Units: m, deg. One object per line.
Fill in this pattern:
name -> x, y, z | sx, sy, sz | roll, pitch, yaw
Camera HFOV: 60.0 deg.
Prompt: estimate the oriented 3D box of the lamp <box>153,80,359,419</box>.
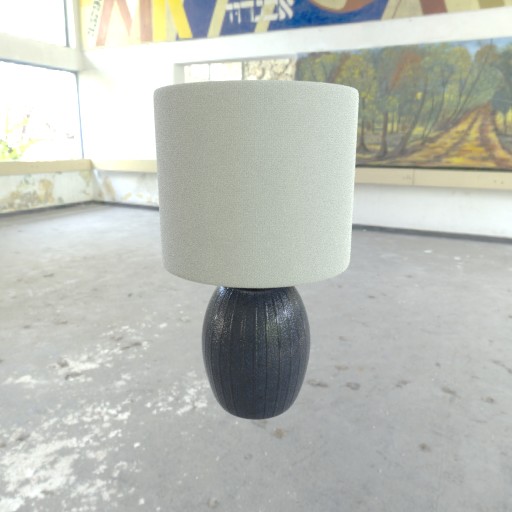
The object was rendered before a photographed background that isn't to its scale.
lamp -> 0.000, 0.000, 0.792 | 0.329, 0.570, 0.329 | 7, 16, 26
